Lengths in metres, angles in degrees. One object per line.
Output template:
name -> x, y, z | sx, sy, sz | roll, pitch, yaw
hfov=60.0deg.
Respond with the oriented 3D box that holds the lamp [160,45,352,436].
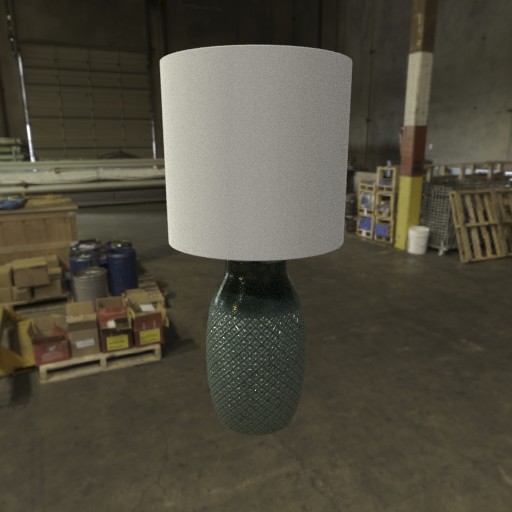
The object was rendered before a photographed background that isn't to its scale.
lamp -> 0.000, 0.000, 0.565 | 0.217, 0.453, 0.217 | -7, 16, -25
